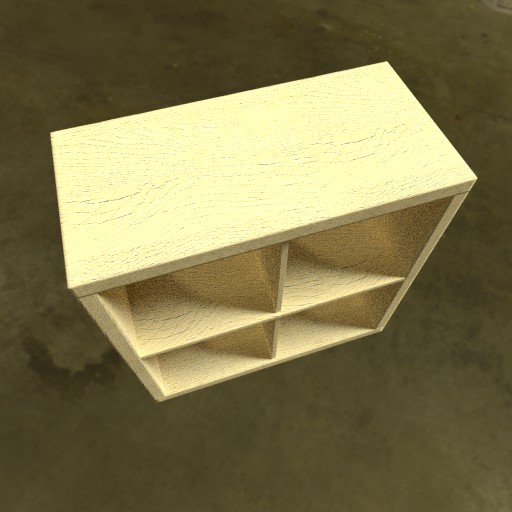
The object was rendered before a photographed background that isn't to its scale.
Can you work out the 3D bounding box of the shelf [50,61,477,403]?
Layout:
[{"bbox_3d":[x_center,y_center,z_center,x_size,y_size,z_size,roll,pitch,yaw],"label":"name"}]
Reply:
[{"bbox_3d":[0.000,0.000,1.240,0.790,0.786,0.390,-15,59,-9],"label":"shelf"}]
